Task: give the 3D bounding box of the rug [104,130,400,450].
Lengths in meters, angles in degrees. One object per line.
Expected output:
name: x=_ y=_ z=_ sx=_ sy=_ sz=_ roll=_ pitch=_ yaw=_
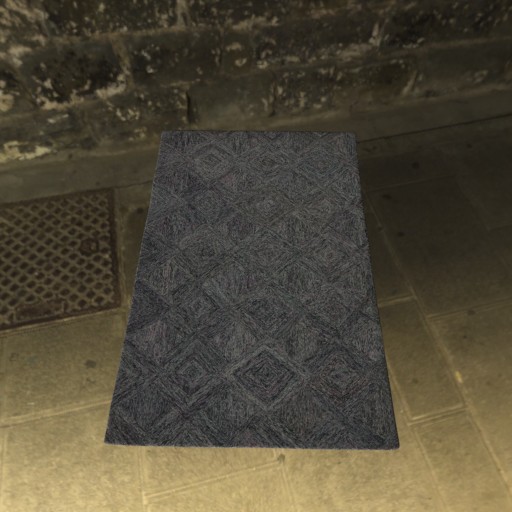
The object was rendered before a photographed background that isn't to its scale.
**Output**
rug: x=0.000 y=0.000 z=2.178 sx=1.158 sy=0.013 sz=1.752 roll=1 pitch=58 yaw=1
